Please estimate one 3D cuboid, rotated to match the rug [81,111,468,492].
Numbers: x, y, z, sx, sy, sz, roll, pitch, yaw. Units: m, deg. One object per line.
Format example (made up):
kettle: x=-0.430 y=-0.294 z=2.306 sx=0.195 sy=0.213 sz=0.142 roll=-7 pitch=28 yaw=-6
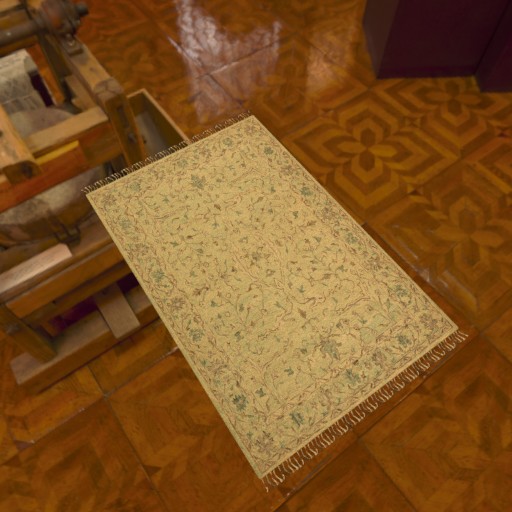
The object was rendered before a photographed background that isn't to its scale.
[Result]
rug: x=0.000 y=0.000 z=3.031 sx=1.544 sy=0.010 sz=2.435 roll=-30 pitch=64 yaw=-17
